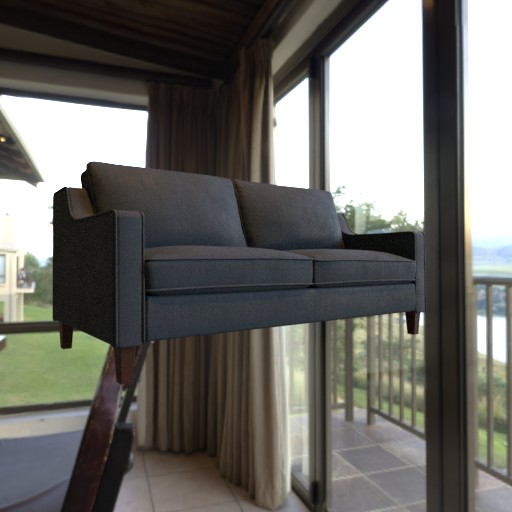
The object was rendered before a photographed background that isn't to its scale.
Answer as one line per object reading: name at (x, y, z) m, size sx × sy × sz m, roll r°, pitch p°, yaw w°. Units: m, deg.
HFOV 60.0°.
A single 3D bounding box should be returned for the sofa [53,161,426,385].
sofa at (0.000, 0.000, 2.811) m, size 2.178 × 1.071 × 1.066 m, roll 1°, pitch -1°, yaw -37°
